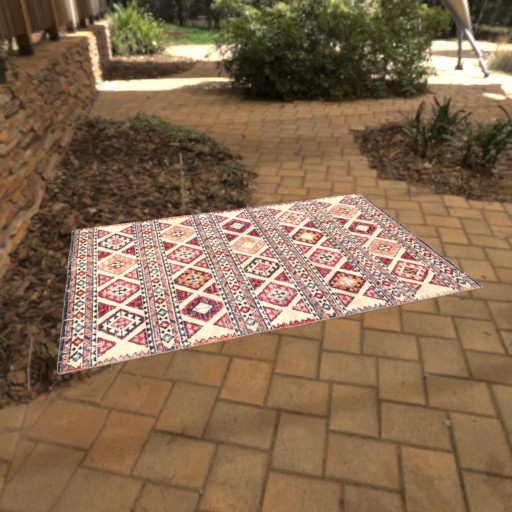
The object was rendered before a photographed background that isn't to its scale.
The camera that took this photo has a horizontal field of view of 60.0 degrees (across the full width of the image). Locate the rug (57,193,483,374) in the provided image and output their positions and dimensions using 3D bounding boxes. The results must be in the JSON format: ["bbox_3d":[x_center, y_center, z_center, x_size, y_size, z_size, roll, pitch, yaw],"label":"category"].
[{"bbox_3d":[0.000,0.000,3.018,2.440,0.010,1.545,-9,32,-15],"label":"rug"}]
